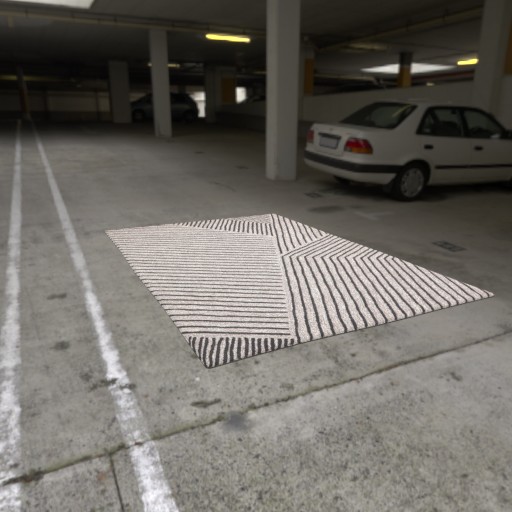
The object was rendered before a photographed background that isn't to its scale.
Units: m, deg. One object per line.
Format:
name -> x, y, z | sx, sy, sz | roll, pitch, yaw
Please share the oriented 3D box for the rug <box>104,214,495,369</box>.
rug -> 0.000, 0.000, 2.300 | 1.237, 0.019, 1.842 | -8, 19, -26
